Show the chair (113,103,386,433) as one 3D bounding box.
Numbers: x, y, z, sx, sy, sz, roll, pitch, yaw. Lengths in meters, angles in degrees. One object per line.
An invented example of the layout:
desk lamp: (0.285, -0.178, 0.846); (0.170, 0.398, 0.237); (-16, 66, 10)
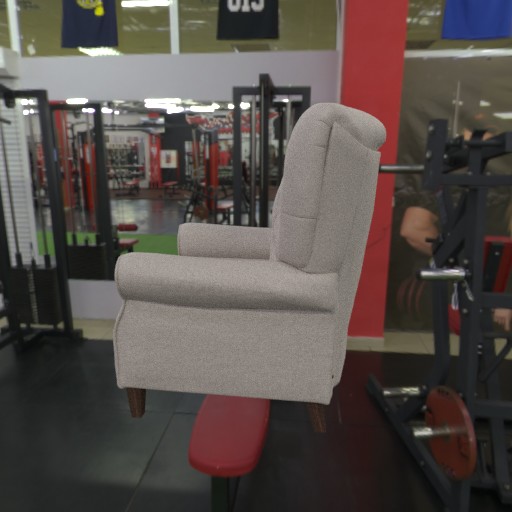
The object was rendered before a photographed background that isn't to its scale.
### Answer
chair: (0.000, 0.000, 1.921); (1.025, 1.209, 0.942); (2, 13, 8)
